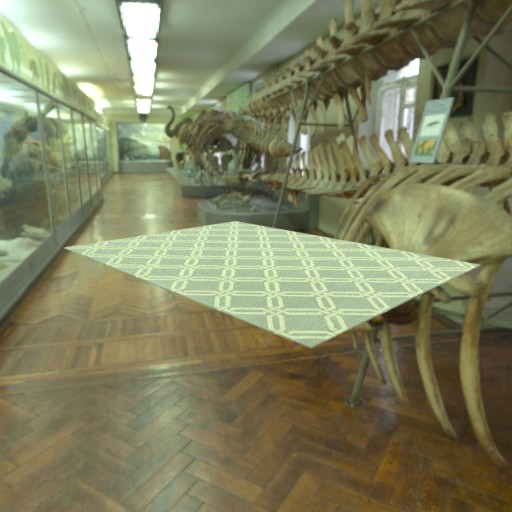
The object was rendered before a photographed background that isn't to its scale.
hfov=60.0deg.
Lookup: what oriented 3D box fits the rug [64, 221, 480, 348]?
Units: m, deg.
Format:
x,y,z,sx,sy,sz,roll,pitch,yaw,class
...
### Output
x,y,z,sx,sy,sz,roll,pitch,yaw,class
0.000,0.000,4.376,2.438,0.013,3.353,-13,19,-43,rug
